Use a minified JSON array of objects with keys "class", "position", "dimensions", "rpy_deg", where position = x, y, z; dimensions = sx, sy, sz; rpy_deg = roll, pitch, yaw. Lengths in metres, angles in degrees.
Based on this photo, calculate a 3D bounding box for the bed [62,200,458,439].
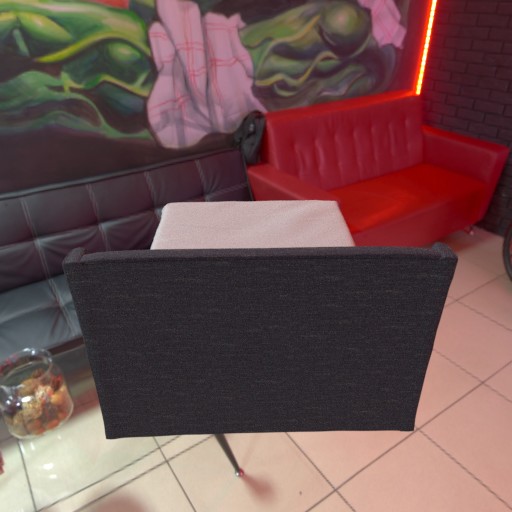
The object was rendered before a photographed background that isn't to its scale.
[{"class":"bed","position":[0.000,0.000,3.399],"dimensions":[1.925,1.332,2.276],"rpy_deg":[-1,31,-1]}]
